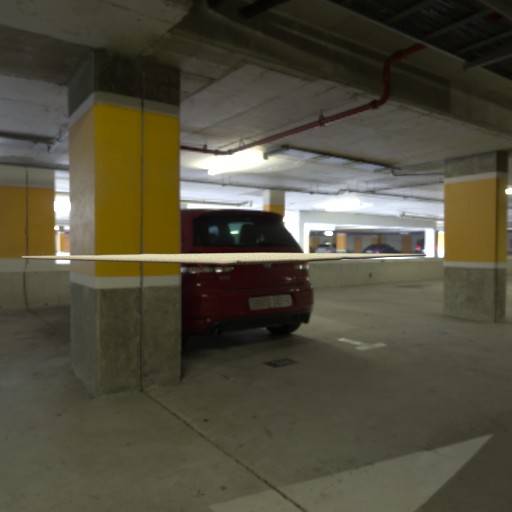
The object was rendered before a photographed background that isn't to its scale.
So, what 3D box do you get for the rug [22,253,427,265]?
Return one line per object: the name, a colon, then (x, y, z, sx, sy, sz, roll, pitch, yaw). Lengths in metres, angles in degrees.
rug: (0.000, 0.000, 2.906, 1.540, 0.021, 2.290, 1, 1, 37)
